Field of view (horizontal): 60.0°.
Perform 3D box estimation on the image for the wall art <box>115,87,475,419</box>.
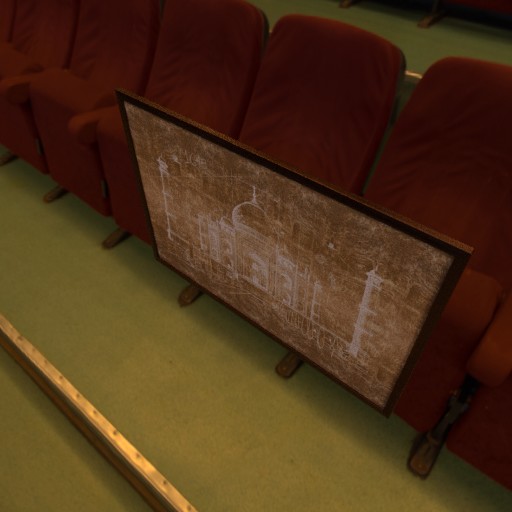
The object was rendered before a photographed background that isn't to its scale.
[{"bbox_3d":[0.000,0.000,1.024,0.816,0.559,0.014,31,53,26],"label":"wall art"}]
